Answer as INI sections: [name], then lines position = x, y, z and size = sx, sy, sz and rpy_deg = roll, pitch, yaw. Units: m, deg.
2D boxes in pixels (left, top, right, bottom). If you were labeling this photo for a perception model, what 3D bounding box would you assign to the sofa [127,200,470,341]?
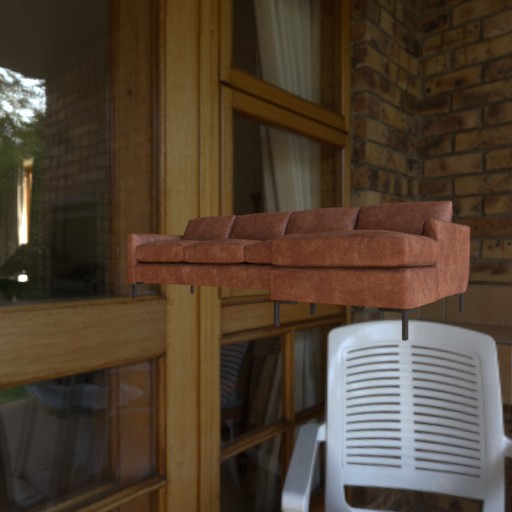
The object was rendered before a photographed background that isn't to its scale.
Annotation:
[sofa]
position = 0.000, 0.000, 3.663
size = 2.993, 0.859, 1.471
rpy_deg = 0, 0, 36
